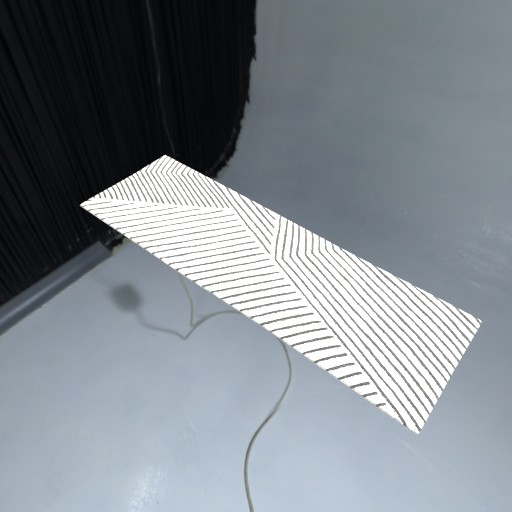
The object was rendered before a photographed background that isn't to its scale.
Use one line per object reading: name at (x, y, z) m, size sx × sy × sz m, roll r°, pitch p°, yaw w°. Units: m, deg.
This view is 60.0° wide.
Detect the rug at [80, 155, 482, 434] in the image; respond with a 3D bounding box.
rug at (0.000, 0.000, 2.654) m, size 2.439 × 0.020 × 0.773 m, roll 31°, pitch 53°, yaw 26°
